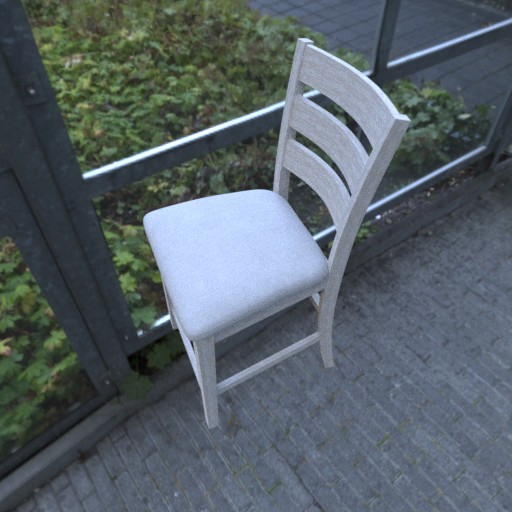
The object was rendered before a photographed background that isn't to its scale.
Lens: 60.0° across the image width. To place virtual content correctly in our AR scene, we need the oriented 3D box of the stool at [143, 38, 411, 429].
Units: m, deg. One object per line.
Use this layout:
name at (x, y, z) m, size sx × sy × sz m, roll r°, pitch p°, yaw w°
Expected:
stool at (0.000, 0.000, 1.328) m, size 0.569 × 1.032 × 0.484 m, roll -18°, pitch 50°, yaw -15°
